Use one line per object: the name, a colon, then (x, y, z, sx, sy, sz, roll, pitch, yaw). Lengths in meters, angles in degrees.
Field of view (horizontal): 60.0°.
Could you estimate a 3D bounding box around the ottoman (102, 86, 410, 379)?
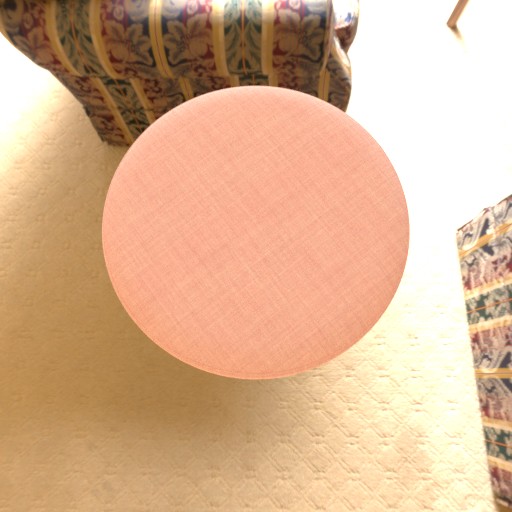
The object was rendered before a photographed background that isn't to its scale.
ottoman: (0.000, 0.000, 0.746, 0.400, 0.406, 0.400, 0, 74, 0)
